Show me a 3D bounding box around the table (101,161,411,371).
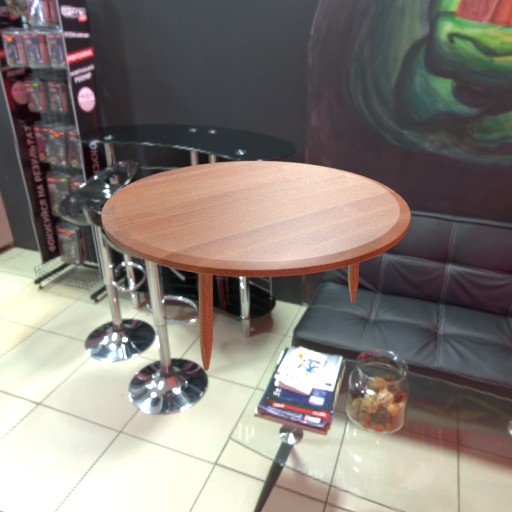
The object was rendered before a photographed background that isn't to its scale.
[{"bbox_3d":[0.000,0.000,1.437,0.900,0.400,0.900,0,27,0],"label":"table"}]
